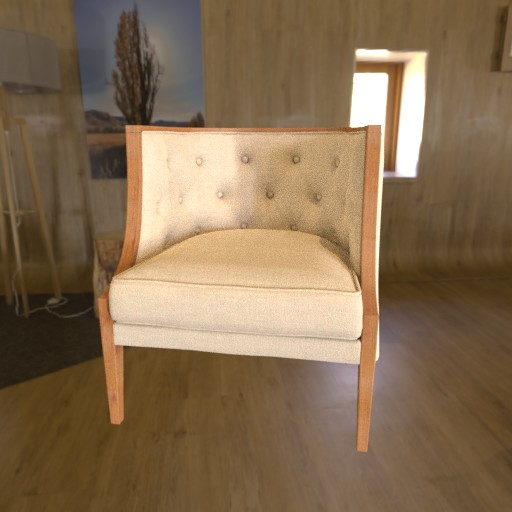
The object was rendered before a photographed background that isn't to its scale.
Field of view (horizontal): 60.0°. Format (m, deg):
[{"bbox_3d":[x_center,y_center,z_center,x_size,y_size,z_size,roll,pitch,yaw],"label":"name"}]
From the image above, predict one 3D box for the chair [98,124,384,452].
[{"bbox_3d":[0.000,0.000,1.376,0.711,0.775,0.757,3,15,9],"label":"chair"}]
